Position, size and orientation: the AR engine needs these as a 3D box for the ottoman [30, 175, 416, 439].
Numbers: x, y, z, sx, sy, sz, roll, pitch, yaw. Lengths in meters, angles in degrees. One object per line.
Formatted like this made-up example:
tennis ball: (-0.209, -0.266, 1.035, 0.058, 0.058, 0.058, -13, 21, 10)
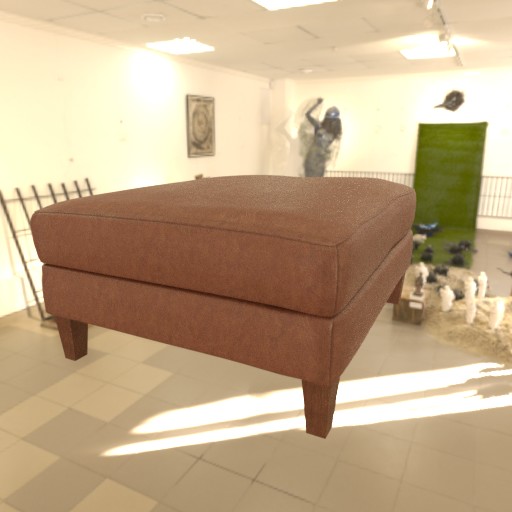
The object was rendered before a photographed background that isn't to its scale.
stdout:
ottoman: (0.000, 0.000, 1.407, 0.836, 0.472, 0.987, 8, 17, 26)
